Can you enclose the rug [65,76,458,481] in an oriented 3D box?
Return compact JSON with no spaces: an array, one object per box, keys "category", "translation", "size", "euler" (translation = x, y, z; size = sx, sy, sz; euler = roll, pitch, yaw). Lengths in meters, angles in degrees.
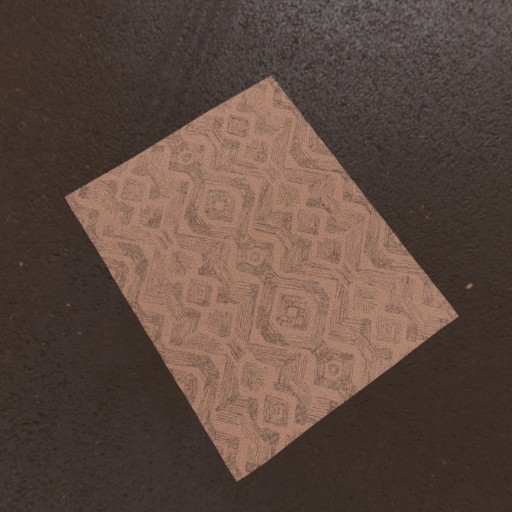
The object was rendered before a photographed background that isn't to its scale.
[{"category":"rug","translation":[0.000,0.000,4.152],"size":[2.430,0.030,3.054],"euler":[-33,78,-8]}]
